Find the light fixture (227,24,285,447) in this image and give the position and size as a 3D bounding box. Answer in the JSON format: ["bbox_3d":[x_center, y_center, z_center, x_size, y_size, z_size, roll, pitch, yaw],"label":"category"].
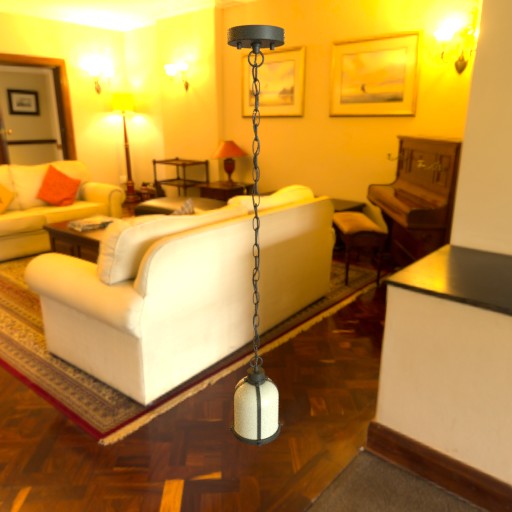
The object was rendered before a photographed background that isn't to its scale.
[{"bbox_3d":[0.000,0.000,1.283,0.178,1.181,0.178,-2,17,-8],"label":"light fixture"}]
